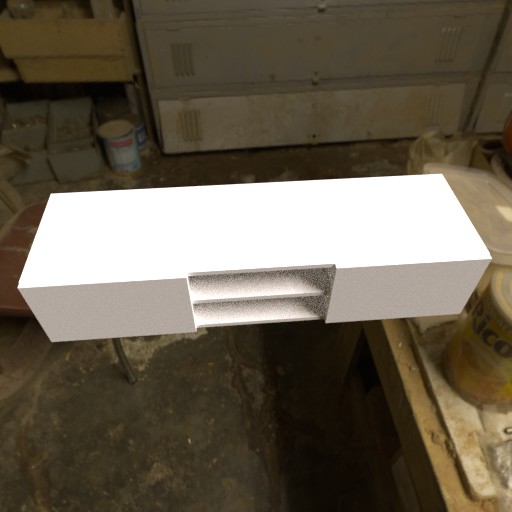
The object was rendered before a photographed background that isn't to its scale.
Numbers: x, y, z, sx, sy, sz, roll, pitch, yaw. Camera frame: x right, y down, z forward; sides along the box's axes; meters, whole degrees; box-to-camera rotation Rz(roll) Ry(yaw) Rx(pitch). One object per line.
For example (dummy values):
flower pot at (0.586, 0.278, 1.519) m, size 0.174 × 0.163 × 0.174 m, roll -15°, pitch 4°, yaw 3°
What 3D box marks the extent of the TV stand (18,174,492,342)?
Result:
TV stand at (0.000, 0.000, 1.555) m, size 1.400 × 0.310 × 0.420 m, roll -3°, pitch 47°, yaw -3°
